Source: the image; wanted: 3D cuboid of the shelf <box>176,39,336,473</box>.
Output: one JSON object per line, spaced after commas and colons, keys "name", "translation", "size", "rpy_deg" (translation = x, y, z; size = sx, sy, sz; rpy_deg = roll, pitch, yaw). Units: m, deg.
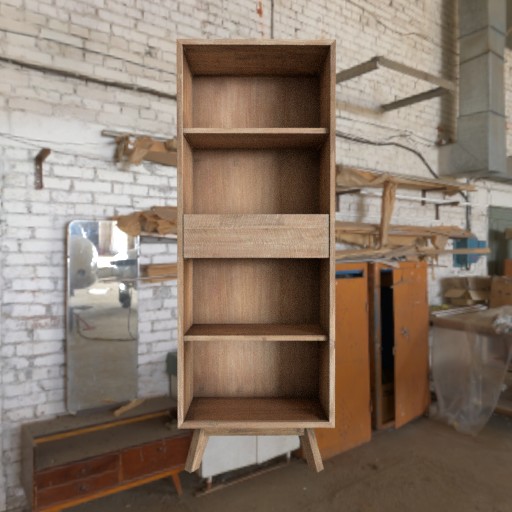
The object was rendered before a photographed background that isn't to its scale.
{"name": "shelf", "translation": [0.000, 0.000, 1.497], "size": [0.491, 1.342, 0.267], "rpy_deg": [0, 1, -1]}
